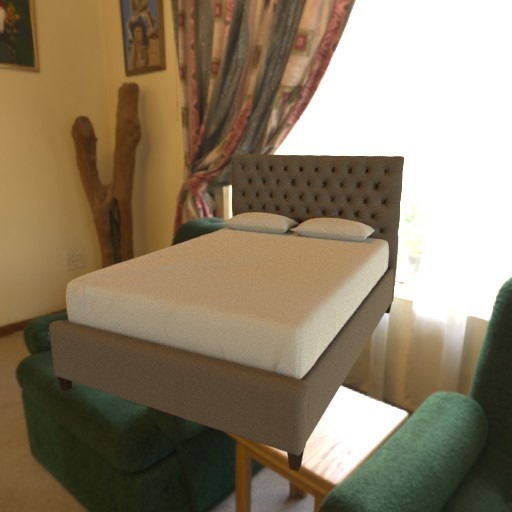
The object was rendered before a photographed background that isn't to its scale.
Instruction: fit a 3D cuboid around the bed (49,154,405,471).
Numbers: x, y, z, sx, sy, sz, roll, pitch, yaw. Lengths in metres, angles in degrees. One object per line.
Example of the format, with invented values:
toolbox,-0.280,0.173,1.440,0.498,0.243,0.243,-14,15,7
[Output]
bed,0.000,0.000,3.314,1.698,1.427,2.387,7,16,26
